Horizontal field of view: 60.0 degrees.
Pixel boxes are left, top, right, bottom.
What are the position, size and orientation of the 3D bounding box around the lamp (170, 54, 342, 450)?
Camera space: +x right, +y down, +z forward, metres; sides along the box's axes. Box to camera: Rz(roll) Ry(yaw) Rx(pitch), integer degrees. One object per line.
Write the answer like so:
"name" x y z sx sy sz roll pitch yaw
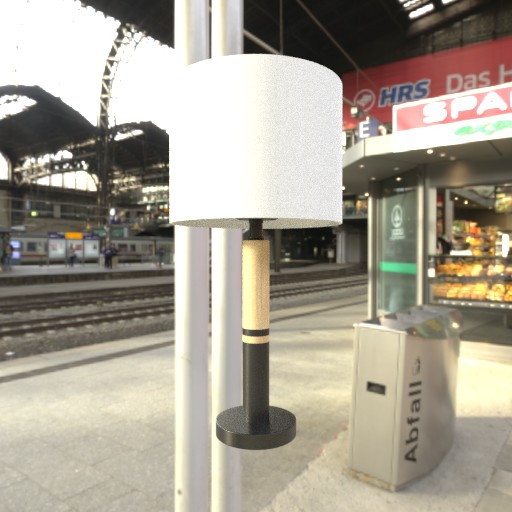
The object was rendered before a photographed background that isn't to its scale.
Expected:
"lamp" 0.000 0.000 0.799 0.305 0.640 0.305 0 1 36
